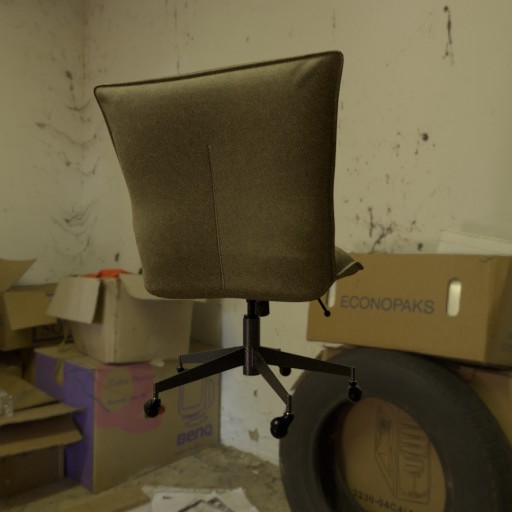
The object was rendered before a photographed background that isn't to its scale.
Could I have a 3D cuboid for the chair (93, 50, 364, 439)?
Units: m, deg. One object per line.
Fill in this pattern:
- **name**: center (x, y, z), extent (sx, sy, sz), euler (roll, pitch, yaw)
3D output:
- **chair**: center (0.000, 0.000, 1.267), extent (0.597, 0.811, 0.696), euler (0, -1, 20)
